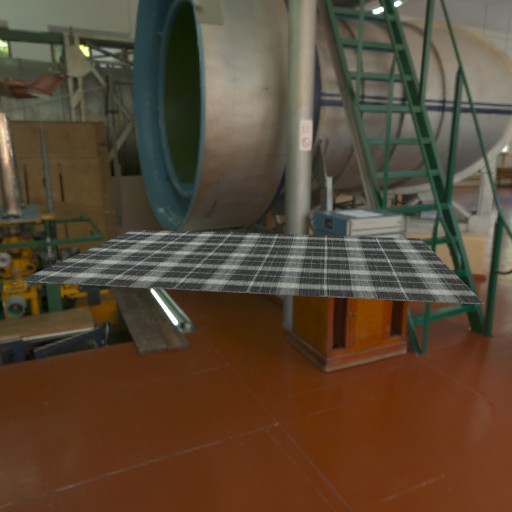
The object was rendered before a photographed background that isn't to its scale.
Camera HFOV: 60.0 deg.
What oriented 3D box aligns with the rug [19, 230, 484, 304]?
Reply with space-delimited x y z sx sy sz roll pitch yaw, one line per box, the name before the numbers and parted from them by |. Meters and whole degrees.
rug | 0.000 0.000 3.002 2.434 0.015 1.520 2 14 8
